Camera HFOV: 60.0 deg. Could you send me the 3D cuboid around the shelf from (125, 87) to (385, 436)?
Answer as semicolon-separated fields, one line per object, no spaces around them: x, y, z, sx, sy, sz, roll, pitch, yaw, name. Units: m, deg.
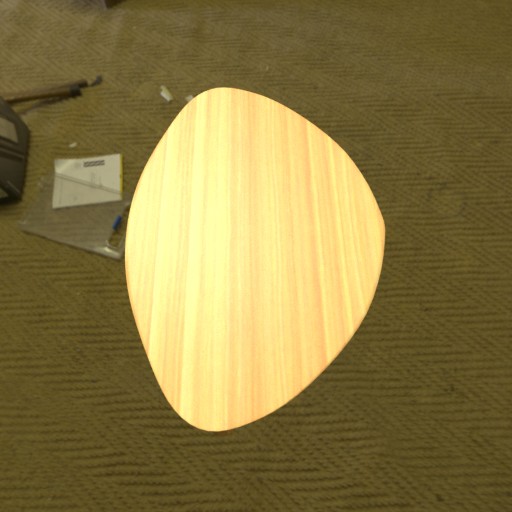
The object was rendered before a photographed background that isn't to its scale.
0.000;0.000;1.649;0.845;0.440;1.246;-1;64;0;shelf
